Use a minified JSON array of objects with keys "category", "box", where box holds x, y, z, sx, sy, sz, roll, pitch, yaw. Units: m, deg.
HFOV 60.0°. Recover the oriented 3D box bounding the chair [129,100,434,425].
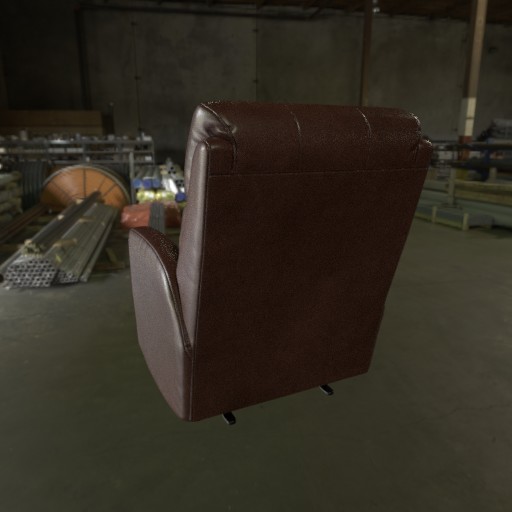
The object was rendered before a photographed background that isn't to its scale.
[{"category":"chair","box":[0.000,0.000,1.644,0.787,1.016,0.939,-7,16,-26]}]
